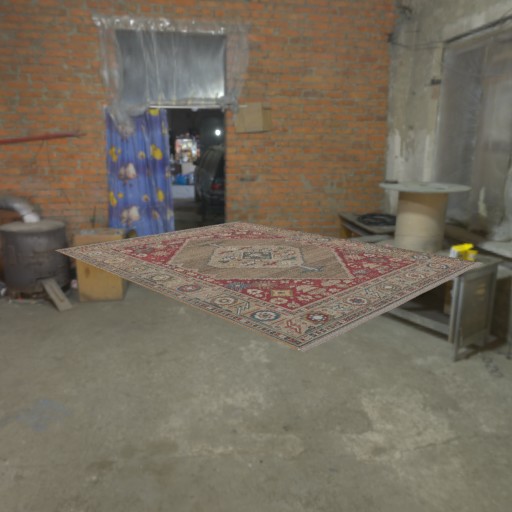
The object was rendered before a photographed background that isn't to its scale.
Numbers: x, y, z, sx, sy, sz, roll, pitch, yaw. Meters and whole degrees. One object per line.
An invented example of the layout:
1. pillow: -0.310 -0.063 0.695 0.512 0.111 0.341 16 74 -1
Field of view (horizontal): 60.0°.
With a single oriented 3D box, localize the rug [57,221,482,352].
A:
1. rug: 0.000 0.000 4.096 2.451 0.008 3.143 -13 19 -43
